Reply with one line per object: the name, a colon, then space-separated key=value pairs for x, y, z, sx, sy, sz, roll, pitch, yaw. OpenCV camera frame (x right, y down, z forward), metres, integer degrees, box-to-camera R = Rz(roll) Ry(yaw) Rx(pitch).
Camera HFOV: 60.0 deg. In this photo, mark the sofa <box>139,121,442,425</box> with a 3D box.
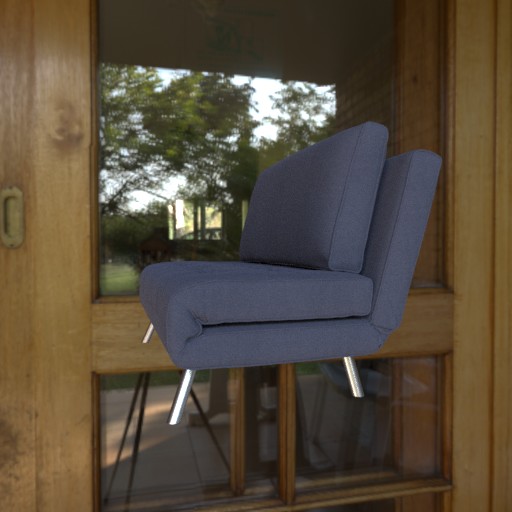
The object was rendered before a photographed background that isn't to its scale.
sofa: x=0.000 y=0.000 z=1.888 sx=0.910 sy=0.910 sz=1.220 roll=0 pitch=1 yaw=-18
